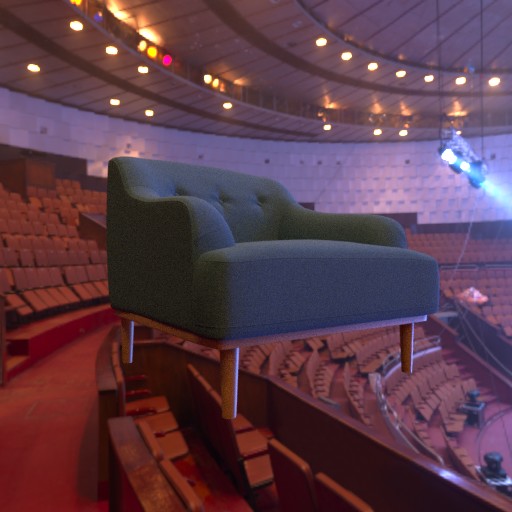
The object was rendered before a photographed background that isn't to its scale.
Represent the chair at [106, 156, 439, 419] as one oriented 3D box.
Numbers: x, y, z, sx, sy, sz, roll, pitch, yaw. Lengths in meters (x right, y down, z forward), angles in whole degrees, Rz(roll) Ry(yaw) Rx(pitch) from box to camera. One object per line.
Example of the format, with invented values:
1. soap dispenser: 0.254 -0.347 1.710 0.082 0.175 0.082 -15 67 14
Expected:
1. chair: 0.000 0.000 1.647 0.946 0.818 0.951 1 -1 -37
